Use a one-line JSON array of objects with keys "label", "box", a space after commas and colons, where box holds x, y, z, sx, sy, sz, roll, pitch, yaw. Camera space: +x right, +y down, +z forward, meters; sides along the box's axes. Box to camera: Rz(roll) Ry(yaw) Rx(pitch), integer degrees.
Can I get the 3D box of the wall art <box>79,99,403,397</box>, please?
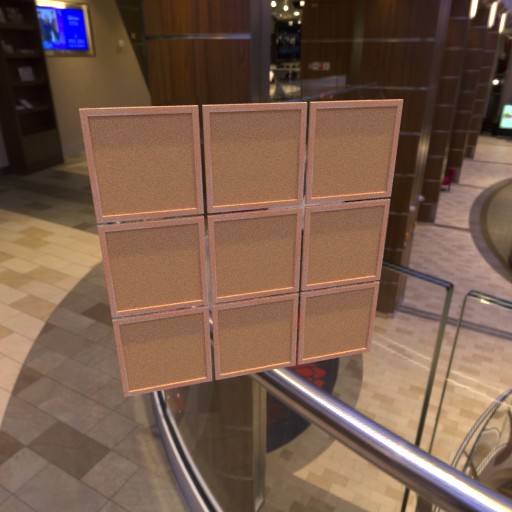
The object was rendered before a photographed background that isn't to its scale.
[{"label": "wall art", "box": [0.000, 0.000, 1.868, 1.216, 1.220, 0.013, -7, 25, -14]}]
